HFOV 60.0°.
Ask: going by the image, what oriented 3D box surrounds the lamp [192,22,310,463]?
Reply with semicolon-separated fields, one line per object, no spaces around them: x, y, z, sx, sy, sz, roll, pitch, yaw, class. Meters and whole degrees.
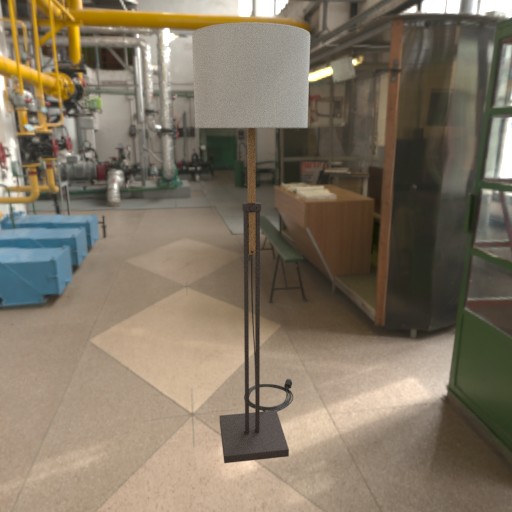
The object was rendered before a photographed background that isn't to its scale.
0.000;0.000;1.874;0.474;1.650;0.639;-2;16;-8;lamp
